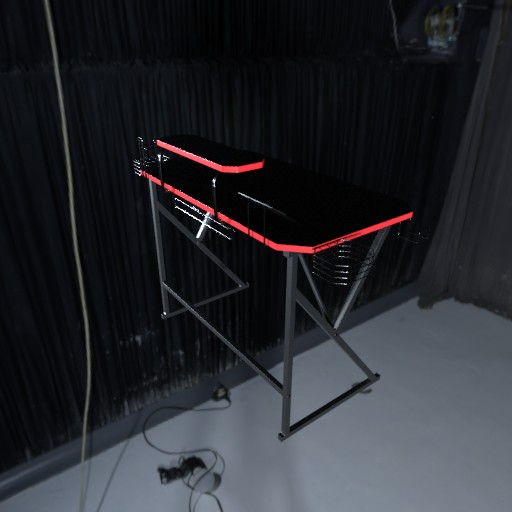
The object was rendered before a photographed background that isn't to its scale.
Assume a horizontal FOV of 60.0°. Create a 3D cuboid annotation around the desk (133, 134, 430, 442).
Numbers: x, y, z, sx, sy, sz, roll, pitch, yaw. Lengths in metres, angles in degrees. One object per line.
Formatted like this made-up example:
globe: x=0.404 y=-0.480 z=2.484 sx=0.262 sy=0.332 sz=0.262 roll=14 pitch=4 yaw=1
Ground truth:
desk: x=0.000 y=0.000 z=1.765 sx=0.588 sy=0.913 sz=1.280 roll=-19 pitch=32 yaw=-32
